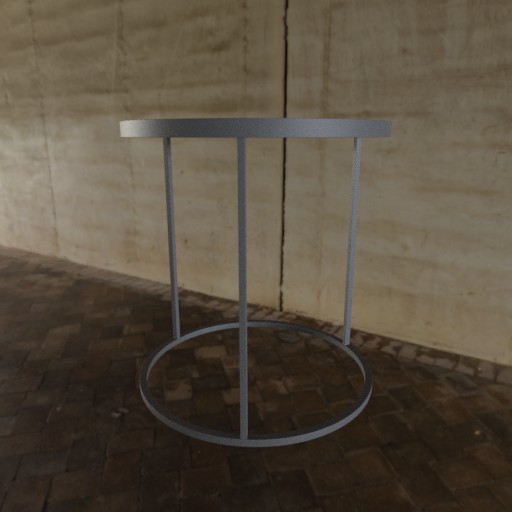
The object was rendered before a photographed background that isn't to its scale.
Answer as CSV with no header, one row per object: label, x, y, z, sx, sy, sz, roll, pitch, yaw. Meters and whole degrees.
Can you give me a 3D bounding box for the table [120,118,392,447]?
table,0.000,0.000,0.862,0.470,0.498,0.470,0,15,0
